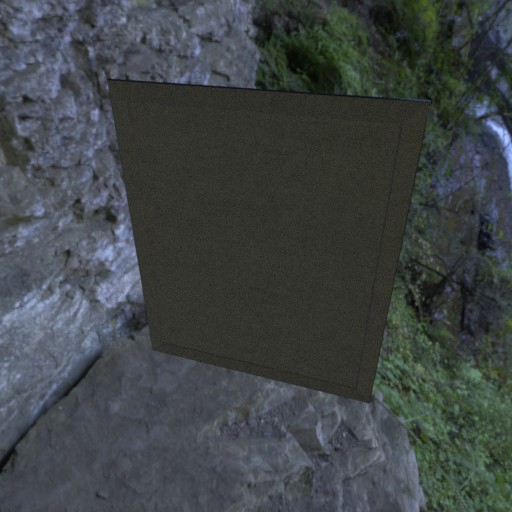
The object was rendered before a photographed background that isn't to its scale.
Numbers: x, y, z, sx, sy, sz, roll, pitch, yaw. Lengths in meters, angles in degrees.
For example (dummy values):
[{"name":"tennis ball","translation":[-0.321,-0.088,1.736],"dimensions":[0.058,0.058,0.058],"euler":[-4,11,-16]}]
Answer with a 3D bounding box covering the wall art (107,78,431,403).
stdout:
[{"name":"wall art","translation":[0.000,0.000,0.630],"dimensions":[0.381,0.457,0.023],"euler":[10,33,15]}]
